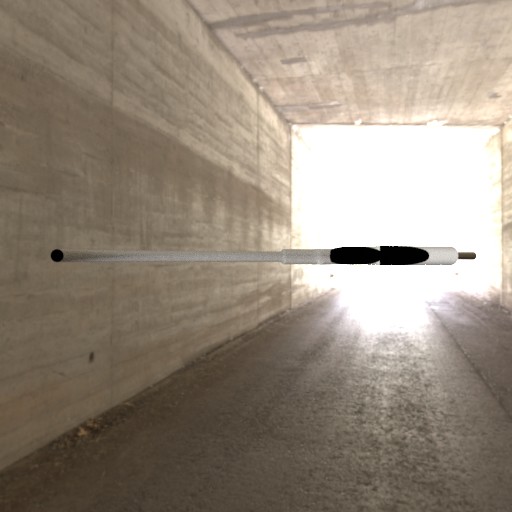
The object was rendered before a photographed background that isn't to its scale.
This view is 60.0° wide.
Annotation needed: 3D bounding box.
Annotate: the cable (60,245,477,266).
[{"bbox_3d":[0.000,0.000,0.108,0.098,0.005,0.041,0,-1,-19],"label":"cable"}]
